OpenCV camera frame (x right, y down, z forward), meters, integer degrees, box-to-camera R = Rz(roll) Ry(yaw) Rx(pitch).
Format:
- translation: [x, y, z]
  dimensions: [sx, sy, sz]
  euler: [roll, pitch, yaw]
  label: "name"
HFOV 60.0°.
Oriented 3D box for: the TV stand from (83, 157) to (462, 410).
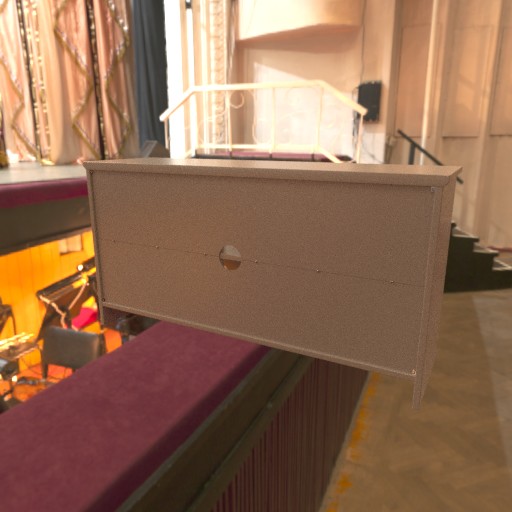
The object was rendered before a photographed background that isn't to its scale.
- translation: [0.000, 0.000, 1.477]
  dimensions: [1.167, 0.603, 0.344]
  euler: [8, 17, 27]
  label: "TV stand"
